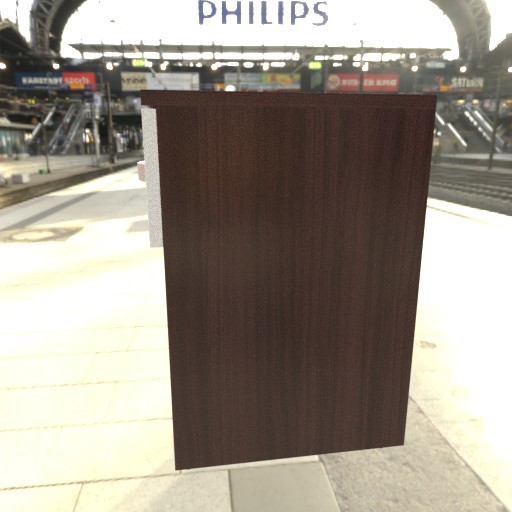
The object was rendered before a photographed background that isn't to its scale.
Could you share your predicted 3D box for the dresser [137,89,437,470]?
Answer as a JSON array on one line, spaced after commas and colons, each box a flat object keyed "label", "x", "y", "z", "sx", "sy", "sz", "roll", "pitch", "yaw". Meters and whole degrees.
[{"label": "dresser", "x": 0.000, "y": 0.000, "z": 0.733, "sx": 0.360, "sy": 0.470, "sz": 0.400, "roll": -2, "pitch": 15, "yaw": -9}]
